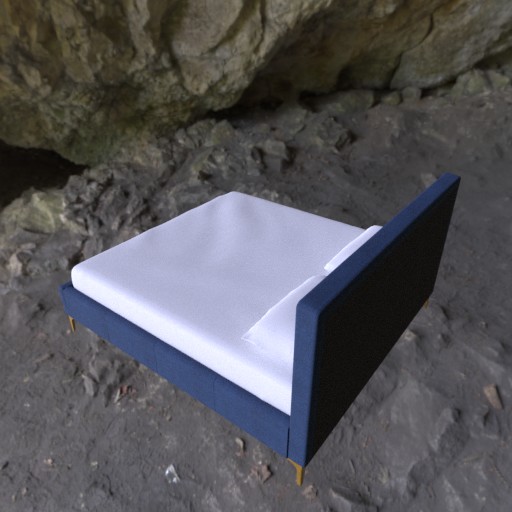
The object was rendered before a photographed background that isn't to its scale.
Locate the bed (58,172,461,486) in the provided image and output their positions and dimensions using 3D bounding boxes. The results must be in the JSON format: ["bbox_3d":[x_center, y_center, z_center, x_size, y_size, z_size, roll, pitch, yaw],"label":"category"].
[{"bbox_3d":[0.000,0.000,3.432,2.232,1.231,2.096,21,36,31],"label":"bed"}]
